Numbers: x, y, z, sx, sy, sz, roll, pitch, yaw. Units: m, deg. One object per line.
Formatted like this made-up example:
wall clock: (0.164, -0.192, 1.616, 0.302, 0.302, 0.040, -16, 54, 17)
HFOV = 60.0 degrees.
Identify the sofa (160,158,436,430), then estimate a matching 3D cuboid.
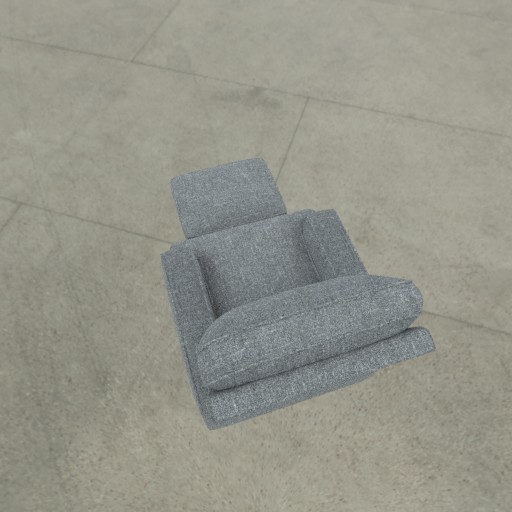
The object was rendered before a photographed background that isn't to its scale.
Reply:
sofa: (0.000, 0.000, 2.036, 0.861, 0.959, 1.472, -15, 58, -10)
